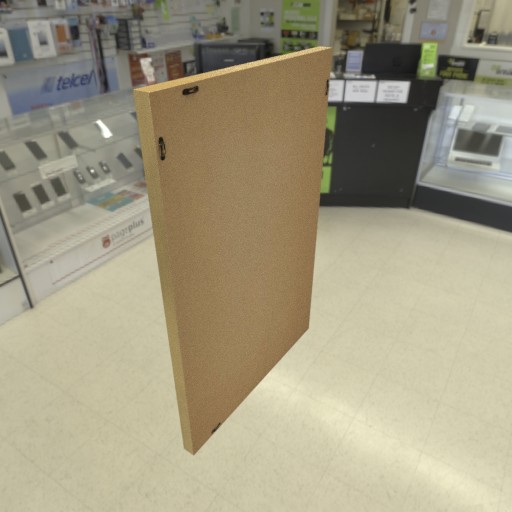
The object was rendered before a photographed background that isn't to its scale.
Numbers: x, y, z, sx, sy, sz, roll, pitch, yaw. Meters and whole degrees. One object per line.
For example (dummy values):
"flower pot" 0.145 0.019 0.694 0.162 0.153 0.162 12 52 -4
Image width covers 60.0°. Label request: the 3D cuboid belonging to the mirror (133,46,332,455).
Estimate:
"mirror" 0.000 0.000 1.136 0.040 0.915 0.609 21 38 29
